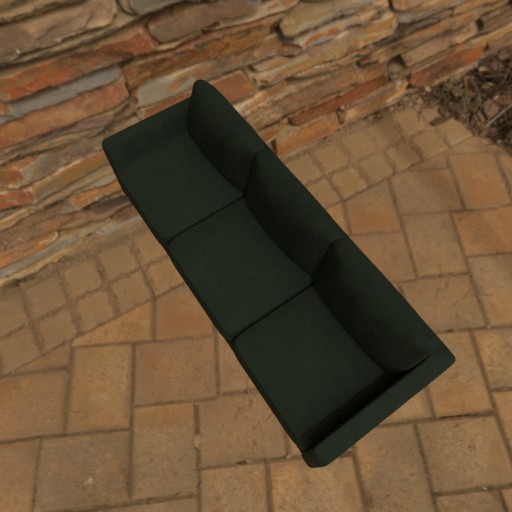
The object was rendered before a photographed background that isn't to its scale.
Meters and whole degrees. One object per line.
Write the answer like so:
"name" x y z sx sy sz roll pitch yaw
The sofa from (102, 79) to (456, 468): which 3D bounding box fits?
"sofa" 0.000 0.000 2.632 0.859 0.870 2.218 -32 68 -14
